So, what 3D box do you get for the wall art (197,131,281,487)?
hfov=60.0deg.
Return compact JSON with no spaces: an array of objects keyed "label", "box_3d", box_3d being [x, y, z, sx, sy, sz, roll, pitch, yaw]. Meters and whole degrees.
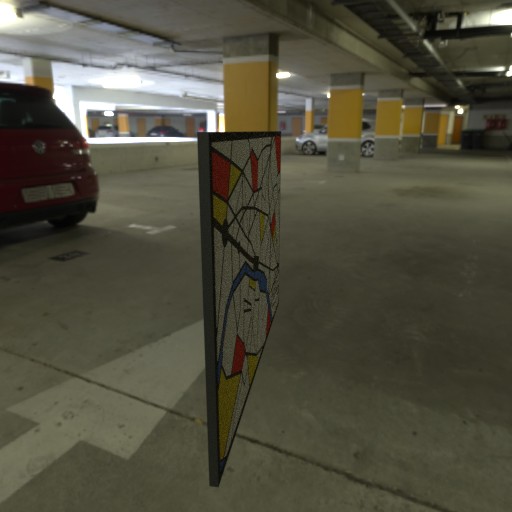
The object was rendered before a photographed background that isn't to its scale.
[{"label":"wall art","box_3d":[0.000,0.000,0.847,0.013,0.458,0.664,3,16,9]}]
